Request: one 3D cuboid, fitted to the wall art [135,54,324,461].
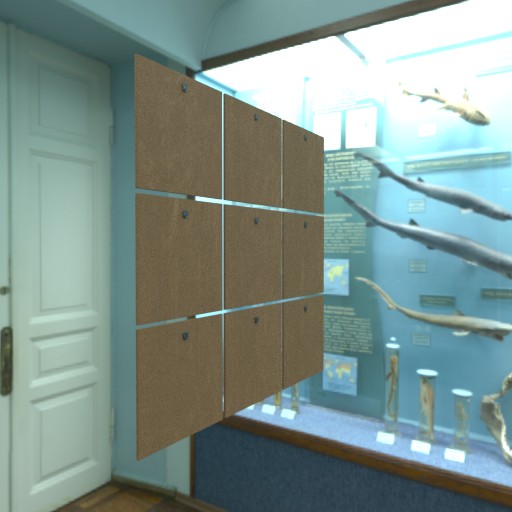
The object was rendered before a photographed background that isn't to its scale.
[{"bbox_3d":[0.000,0.000,2.277,0.023,1.522,1.526,1,1,36],"label":"wall art"}]
